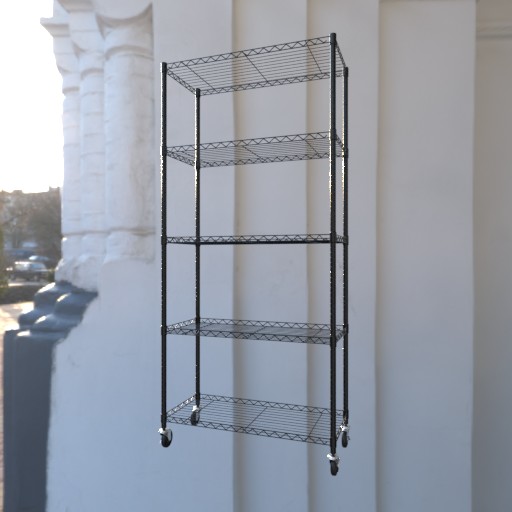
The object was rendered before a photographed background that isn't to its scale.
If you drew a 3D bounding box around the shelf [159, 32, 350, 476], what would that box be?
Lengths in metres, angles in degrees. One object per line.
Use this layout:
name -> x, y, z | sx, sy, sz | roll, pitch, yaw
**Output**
shelf -> 0.000, 0.000, 1.912 | 0.762, 1.645, 0.356 | 0, 0, 20
